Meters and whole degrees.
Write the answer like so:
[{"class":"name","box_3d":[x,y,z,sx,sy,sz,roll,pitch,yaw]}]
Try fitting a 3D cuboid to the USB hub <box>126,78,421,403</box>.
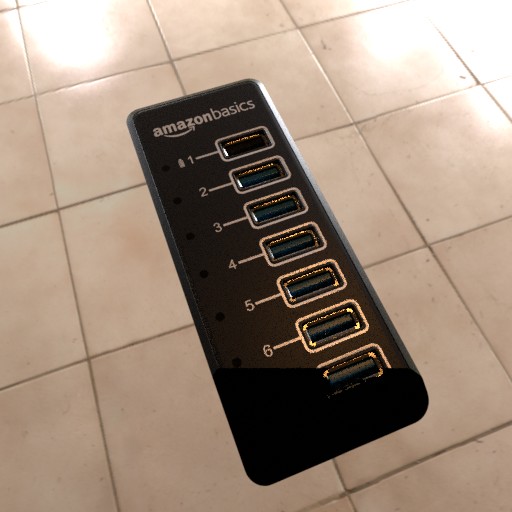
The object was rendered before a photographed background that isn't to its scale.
[{"class":"USB hub","box_3d":[0.000,0.000,0.125,0.044,0.023,0.110,-19,65,-9]}]
